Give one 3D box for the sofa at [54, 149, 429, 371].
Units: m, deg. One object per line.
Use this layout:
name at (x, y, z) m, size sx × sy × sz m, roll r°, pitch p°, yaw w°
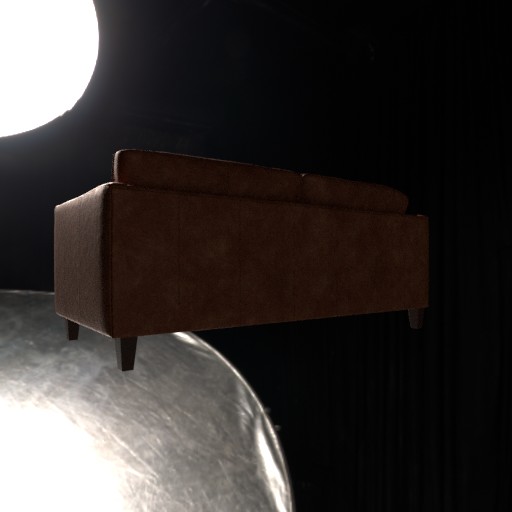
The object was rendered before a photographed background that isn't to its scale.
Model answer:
sofa at (0.000, 0.000, 2.497) m, size 1.971 × 0.863 × 0.923 m, roll 1°, pitch -1°, yaw -36°
